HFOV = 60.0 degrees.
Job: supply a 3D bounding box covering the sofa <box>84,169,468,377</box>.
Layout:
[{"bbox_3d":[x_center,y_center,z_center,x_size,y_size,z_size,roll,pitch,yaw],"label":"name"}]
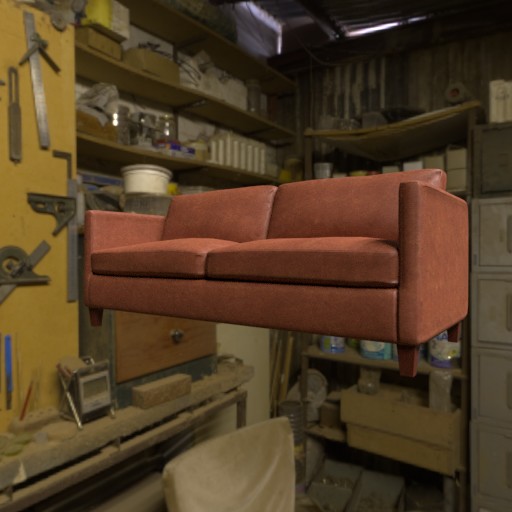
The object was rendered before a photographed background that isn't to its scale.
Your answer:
[{"bbox_3d":[0.000,0.000,2.678,2.204,0.932,0.950,0,1,35],"label":"sofa"}]
